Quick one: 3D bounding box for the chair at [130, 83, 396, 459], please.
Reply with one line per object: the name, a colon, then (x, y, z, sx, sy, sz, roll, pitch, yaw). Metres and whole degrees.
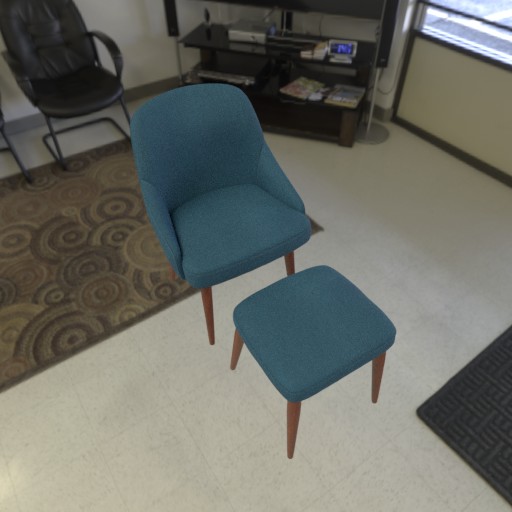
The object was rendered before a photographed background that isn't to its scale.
chair: (0.000, 0.000, 1.655, 0.584, 0.866, 1.114, -24, 50, -22)
